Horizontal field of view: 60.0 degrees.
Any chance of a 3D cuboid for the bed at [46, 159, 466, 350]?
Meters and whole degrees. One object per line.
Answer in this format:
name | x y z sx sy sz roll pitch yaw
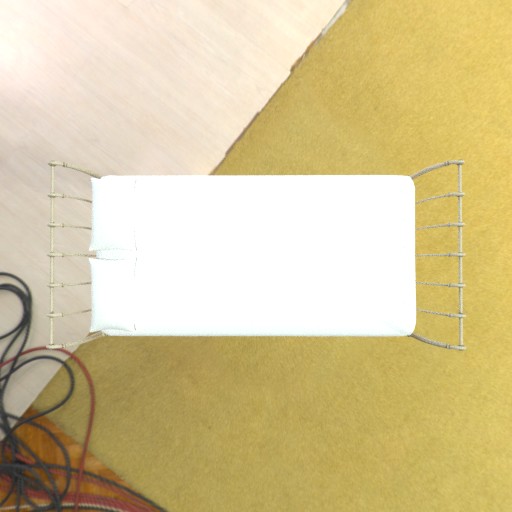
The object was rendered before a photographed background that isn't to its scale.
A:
bed | 0.000 0.000 2.774 2.228 0.873 1.032 0 89 1
